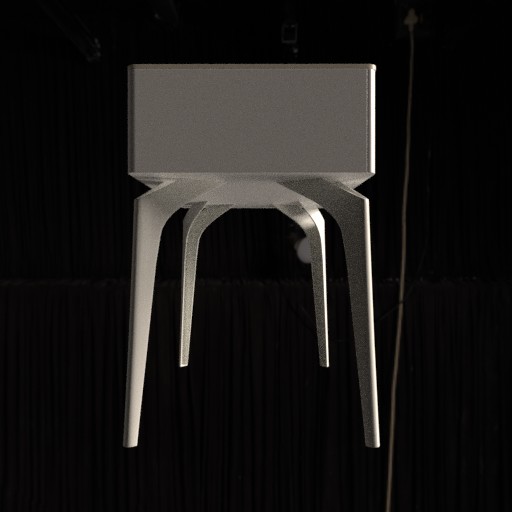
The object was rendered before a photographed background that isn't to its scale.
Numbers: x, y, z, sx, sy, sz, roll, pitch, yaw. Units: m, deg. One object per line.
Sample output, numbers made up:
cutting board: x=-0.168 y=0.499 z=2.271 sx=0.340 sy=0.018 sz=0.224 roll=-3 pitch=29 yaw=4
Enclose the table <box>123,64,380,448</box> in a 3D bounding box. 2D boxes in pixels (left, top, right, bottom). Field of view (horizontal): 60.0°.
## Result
table: x=0.000 y=0.000 z=0.908 sx=0.400 sy=0.570 sz=0.500 roll=0 pitch=0 yaw=0
